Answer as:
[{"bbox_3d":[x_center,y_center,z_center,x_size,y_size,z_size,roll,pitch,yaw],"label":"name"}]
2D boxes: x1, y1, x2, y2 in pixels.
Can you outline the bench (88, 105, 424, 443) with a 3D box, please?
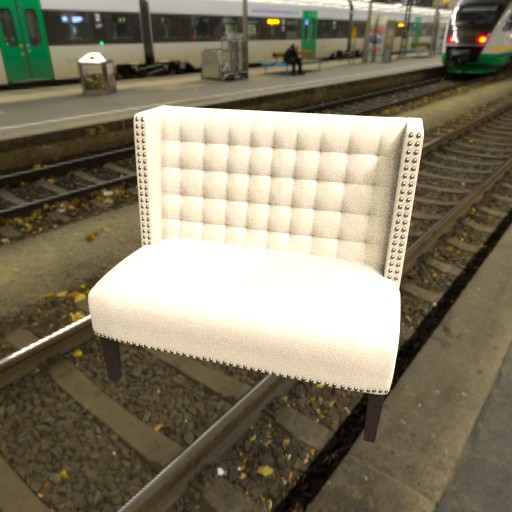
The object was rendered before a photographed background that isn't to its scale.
[{"bbox_3d":[0.000,0.000,1.979,1.280,1.123,0.847,8,28,15],"label":"bench"}]
